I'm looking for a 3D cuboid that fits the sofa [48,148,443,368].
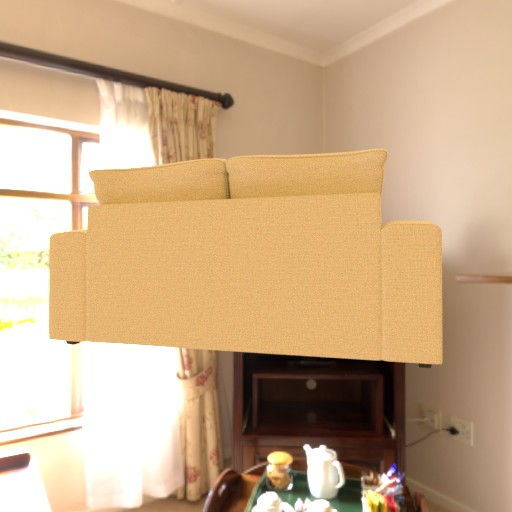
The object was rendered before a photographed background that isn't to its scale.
[{"bbox_3d":[0.000,0.000,2.388,1.754,0.875,1.091,0,-1,17],"label":"sofa"}]
